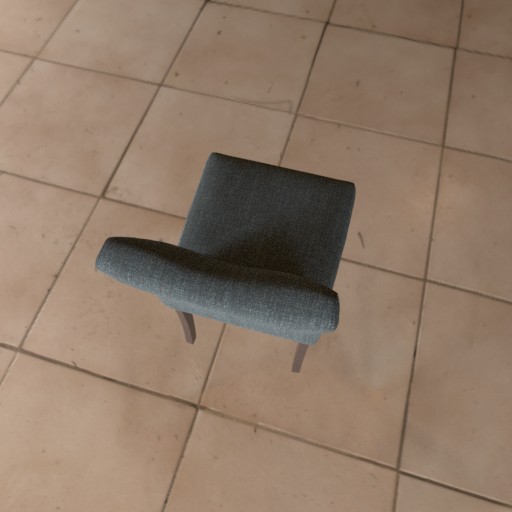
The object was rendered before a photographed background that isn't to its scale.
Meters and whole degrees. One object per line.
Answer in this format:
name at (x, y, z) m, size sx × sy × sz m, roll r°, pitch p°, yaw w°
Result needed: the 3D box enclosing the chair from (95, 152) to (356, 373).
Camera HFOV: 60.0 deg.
chair at (0.000, 0.000, 1.268) m, size 0.487 × 0.884 × 0.629 m, roll 14°, pitch 64°, yaw 7°
